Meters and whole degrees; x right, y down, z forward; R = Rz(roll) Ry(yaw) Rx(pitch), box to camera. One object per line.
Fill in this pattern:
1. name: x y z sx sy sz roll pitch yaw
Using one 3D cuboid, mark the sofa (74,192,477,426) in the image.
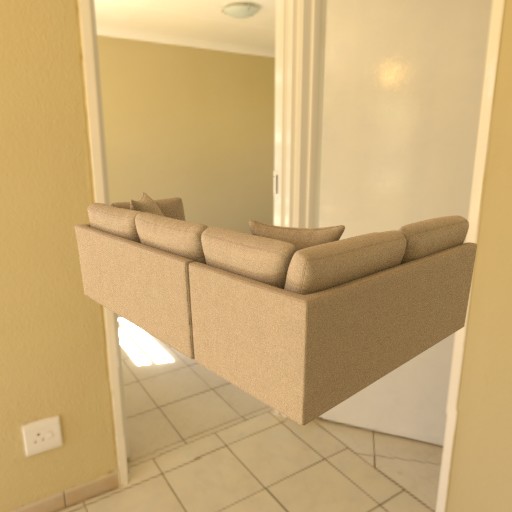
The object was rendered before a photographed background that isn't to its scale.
1. sofa: 0.000 0.000 3.827 1.994 0.978 2.896 -12 19 -41
